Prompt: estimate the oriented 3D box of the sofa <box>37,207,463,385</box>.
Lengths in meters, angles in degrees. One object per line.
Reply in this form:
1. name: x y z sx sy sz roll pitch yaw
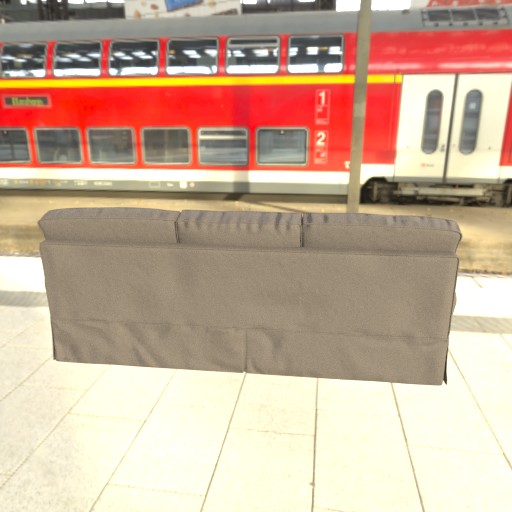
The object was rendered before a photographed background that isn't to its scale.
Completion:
1. sofa: 0.000 0.000 3.358 2.475 0.978 1.733 2 17 6
